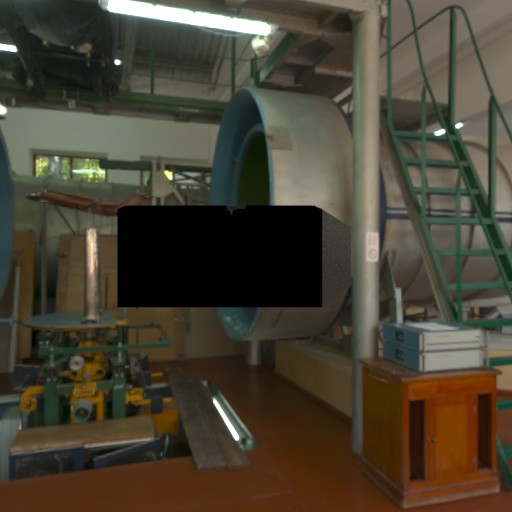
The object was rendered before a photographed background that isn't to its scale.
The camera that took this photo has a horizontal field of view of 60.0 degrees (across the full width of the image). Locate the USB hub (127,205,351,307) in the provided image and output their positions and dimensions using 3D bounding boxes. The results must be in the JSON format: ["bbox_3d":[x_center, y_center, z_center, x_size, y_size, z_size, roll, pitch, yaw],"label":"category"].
[{"bbox_3d":[0.000,0.000,0.126,0.044,0.023,0.110,0,0,17],"label":"USB hub"}]
